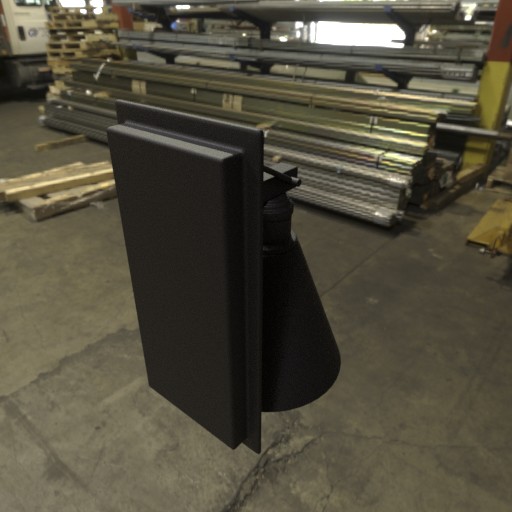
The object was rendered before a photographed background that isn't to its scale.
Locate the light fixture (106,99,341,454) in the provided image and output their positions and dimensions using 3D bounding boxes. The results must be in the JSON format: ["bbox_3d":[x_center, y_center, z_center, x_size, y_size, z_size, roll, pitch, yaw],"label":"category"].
[{"bbox_3d":[0.000,0.000,0.431,0.170,0.298,0.207,23,37,34],"label":"light fixture"}]
